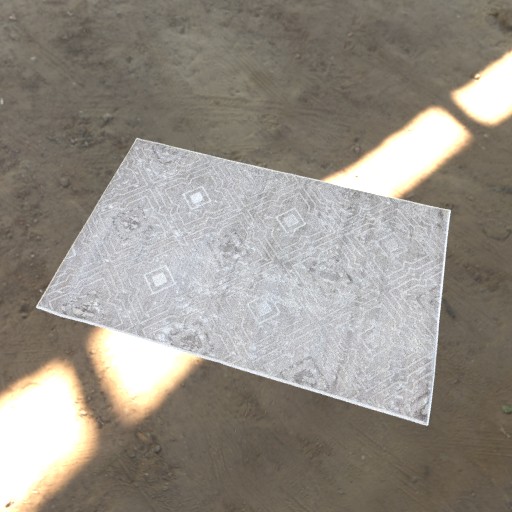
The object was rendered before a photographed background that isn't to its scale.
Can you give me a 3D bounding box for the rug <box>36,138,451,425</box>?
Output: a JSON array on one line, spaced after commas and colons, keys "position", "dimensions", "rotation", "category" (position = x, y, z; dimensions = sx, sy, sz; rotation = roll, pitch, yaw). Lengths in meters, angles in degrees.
[{"position": [0.000, 0.000, 2.983], "dimensions": [2.447, 0.036, 1.537], "rotation": [15, 61, 8], "category": "rug"}]
